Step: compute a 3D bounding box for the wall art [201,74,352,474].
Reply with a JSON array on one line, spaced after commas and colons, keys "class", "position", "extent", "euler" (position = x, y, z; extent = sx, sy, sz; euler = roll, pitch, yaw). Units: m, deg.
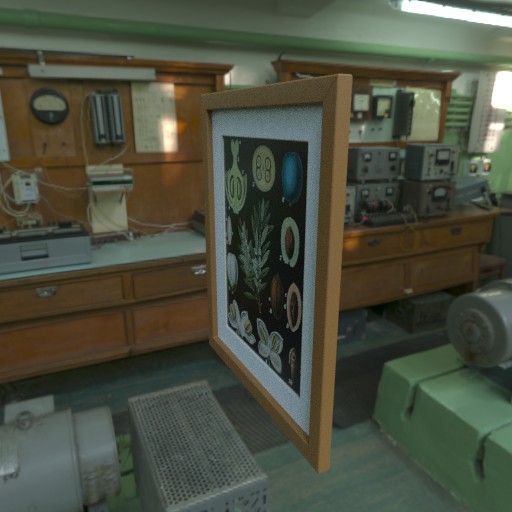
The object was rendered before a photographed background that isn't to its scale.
[{"class": "wall art", "position": [0.000, 0.000, 0.770], "extent": [0.021, 0.550, 0.449], "euler": [-8, 19, -25]}]
